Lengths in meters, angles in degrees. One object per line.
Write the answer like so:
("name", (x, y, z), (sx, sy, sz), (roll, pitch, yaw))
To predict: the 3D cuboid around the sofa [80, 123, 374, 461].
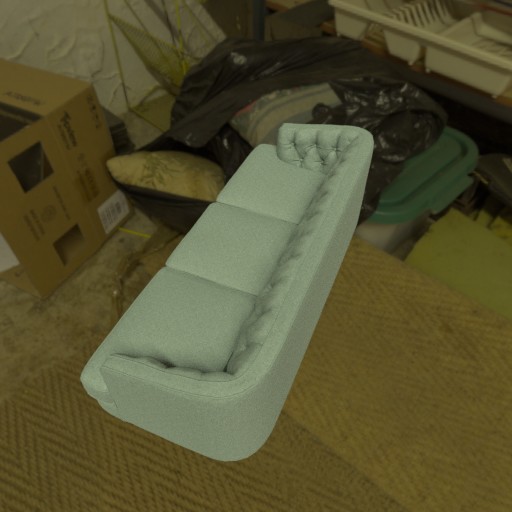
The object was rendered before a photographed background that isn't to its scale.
("sofa", (0.000, 0.000, 2.746), (0.941, 0.855, 2.278), (17, 49, 16))
